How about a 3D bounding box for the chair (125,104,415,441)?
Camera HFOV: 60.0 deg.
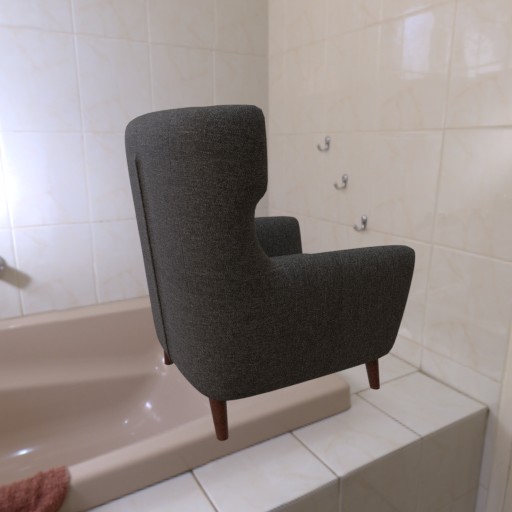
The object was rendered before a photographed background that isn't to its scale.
[{"bbox_3d":[0.000,0.000,1.756,0.904,1.063,0.878,-7,16,-27],"label":"chair"}]
